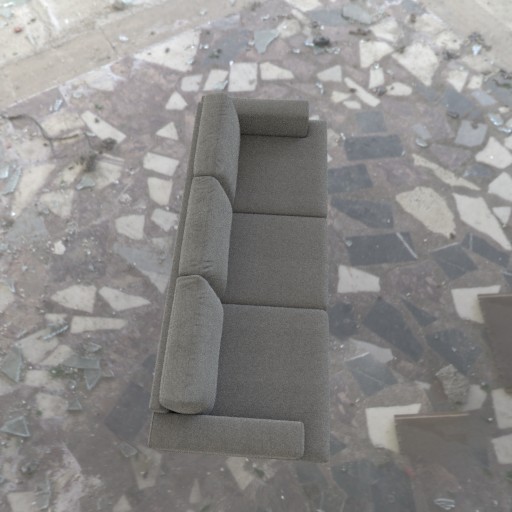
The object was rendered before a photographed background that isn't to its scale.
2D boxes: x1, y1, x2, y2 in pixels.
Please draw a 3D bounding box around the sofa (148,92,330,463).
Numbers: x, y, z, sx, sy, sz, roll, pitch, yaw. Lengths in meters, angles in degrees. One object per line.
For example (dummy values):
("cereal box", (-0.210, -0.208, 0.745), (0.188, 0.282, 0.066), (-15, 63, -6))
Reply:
("sofa", (0.000, 0.000, 2.780), (0.920, 0.810, 2.310), (3, 65, 2))
